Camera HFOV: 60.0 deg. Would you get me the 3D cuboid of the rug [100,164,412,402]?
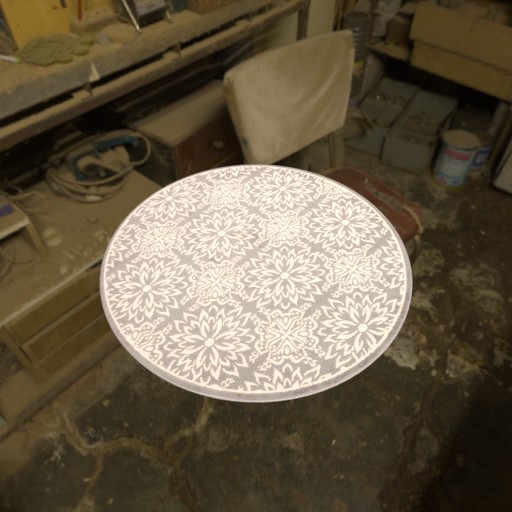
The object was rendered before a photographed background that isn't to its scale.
[{"bbox_3d":[0.000,0.000,2.320,1.593,0.012,1.593,0,48,0],"label":"rug"}]
